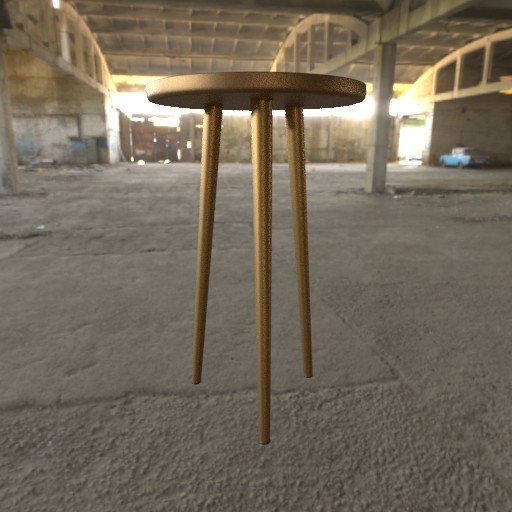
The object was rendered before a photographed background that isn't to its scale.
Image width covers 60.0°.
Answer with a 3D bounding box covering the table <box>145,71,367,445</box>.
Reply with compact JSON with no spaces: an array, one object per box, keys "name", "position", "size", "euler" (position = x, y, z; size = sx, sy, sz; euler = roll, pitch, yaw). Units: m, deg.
[{"name":"table","position":[0.000,0.000,0.674],"size":[0.299,0.480,0.299],"euler":[-2,14,-9]}]
